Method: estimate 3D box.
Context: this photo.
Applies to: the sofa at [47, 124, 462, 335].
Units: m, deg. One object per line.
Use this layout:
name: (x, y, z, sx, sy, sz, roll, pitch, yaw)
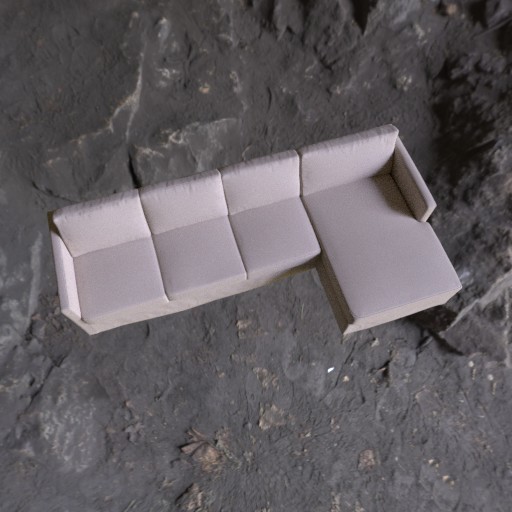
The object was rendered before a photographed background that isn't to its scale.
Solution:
sofa: (0.000, 0.000, 3.823, 3.206, 0.871, 1.622, -16, 66, -7)
